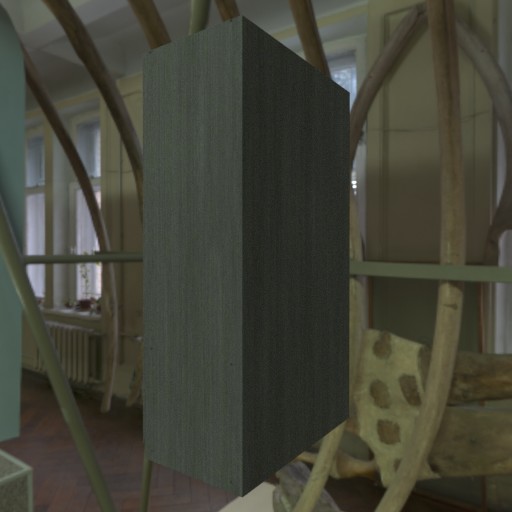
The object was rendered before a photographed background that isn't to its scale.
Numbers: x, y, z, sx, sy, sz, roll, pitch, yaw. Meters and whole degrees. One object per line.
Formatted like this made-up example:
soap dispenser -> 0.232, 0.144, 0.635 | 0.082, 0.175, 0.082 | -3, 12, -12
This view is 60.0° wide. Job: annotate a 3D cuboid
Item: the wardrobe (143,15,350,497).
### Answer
wardrobe -> 0.000, 0.000, 2.230 | 0.577, 1.808, 0.991 | 0, 1, 35
